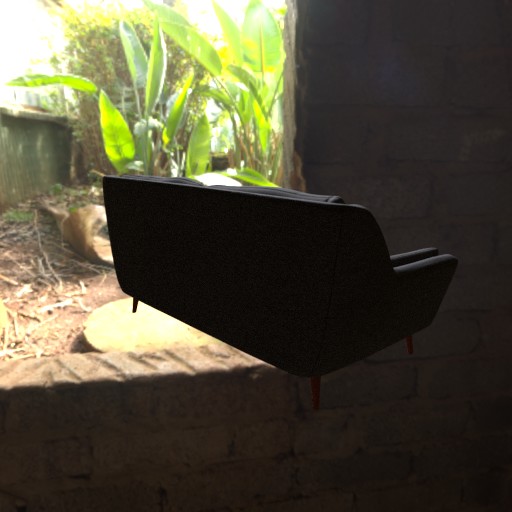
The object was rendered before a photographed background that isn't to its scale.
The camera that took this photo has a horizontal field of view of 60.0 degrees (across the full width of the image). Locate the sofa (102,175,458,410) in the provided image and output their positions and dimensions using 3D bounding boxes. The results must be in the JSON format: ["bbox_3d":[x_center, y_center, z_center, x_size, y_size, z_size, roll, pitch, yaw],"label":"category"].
[{"bbox_3d":[0.000,0.000,2.518,0.975,0.896,1.929,-14,20,-43],"label":"sofa"}]
